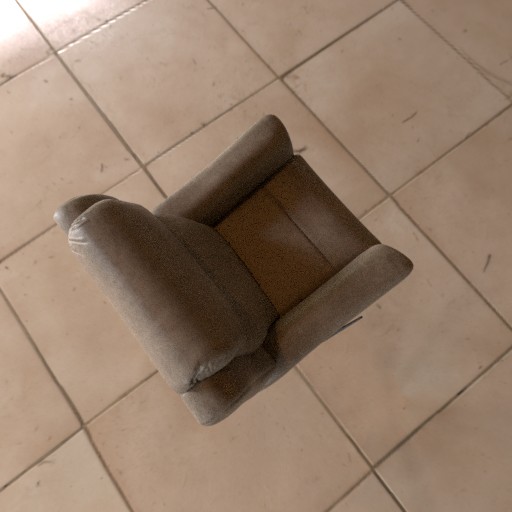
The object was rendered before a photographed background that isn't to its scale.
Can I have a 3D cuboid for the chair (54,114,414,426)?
[{"bbox_3d":[0.000,0.000,1.883,1.068,1.116,0.967,-37,77,-10],"label":"chair"}]
